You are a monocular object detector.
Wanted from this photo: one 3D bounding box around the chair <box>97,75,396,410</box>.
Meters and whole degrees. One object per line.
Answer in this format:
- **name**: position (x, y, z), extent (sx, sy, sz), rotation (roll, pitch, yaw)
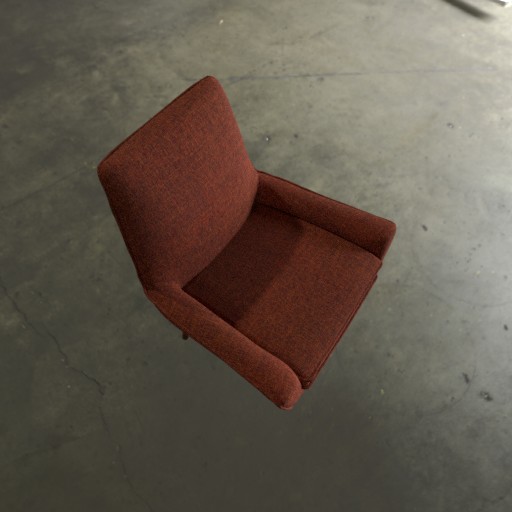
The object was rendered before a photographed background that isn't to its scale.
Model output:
- **chair**: position (0.000, 0.000, 1.581), extent (0.784, 0.911, 0.803), rotation (30, 62, 18)
